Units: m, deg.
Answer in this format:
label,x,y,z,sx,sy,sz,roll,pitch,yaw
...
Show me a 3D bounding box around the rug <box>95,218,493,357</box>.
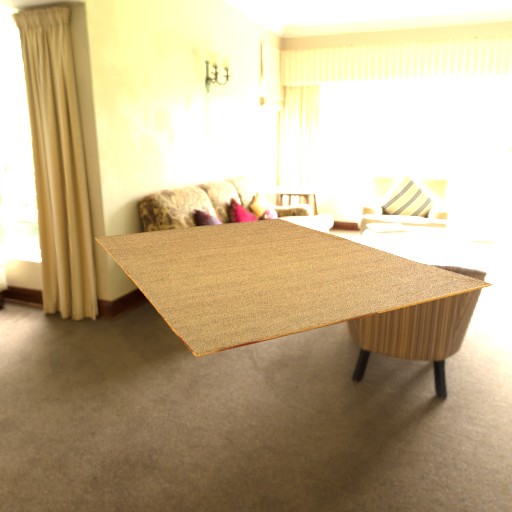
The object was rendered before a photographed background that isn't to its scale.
label,x,y,z,sx,sy,sz,roll,pitch,yaw
rug,0.000,0.000,4.208,2.434,0.045,3.202,-8,17,-27
